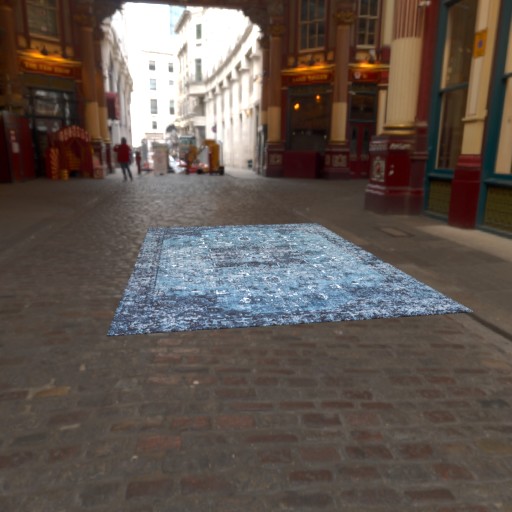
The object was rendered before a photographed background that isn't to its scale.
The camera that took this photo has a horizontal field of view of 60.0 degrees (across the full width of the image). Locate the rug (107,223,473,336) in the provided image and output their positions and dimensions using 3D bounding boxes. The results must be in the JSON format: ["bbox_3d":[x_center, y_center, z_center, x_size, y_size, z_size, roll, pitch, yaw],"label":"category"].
[{"bbox_3d":[0.000,0.000,2.304,1.219,0.005,1.828,-2,14,-9],"label":"rug"}]
